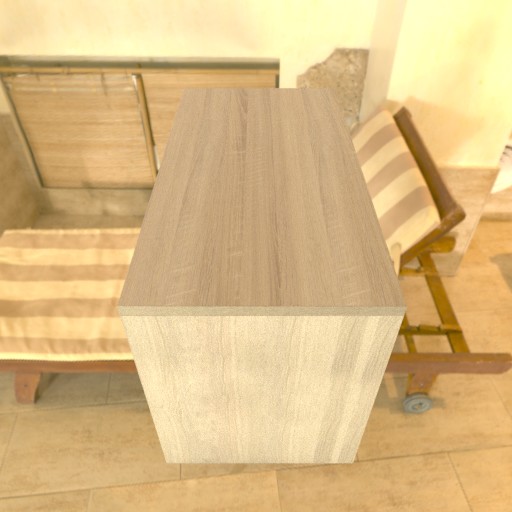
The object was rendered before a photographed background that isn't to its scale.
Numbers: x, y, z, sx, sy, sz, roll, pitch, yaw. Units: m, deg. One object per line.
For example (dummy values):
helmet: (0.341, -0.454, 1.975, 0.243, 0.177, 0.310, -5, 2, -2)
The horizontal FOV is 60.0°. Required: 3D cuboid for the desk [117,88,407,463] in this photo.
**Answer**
desk: (0.000, 0.000, 1.530, 0.600, 0.731, 1.100, 0, 42, 0)
